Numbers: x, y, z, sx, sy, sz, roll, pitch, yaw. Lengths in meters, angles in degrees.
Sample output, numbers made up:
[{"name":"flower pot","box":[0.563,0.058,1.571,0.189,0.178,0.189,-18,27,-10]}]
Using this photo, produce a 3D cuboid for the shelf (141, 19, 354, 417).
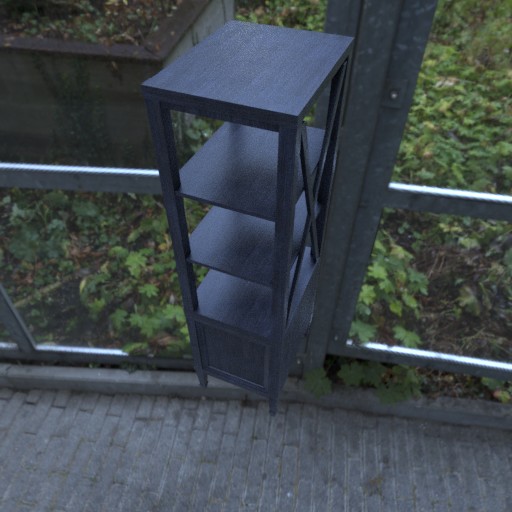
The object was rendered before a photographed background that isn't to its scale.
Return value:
[{"name":"shelf","box":[0.000,0.000,1.977,0.472,1.727,0.584,17,48,16]}]
